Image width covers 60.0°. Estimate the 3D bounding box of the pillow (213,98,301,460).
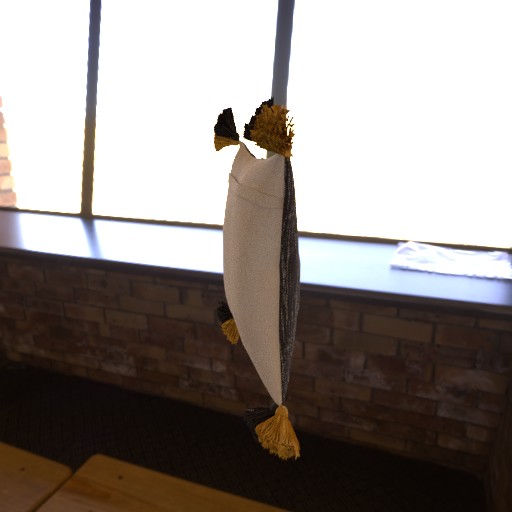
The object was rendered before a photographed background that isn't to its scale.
[{"bbox_3d":[0.000,0.000,0.994,0.139,0.659,0.654,-3,16,-11],"label":"pillow"}]
